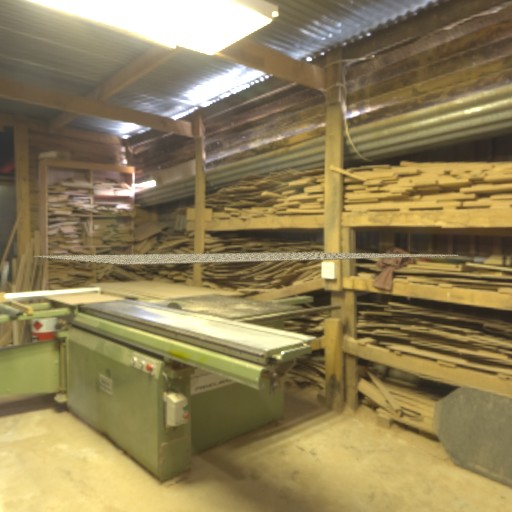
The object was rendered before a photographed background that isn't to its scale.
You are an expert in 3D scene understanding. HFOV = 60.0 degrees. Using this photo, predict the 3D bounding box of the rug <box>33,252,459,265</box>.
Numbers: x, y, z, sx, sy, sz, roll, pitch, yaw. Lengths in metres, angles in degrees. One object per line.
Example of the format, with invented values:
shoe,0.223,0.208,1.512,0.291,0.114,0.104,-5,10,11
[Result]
rug,0.000,0.000,2.975,2.438,0.008,1.523,-1,2,-37
